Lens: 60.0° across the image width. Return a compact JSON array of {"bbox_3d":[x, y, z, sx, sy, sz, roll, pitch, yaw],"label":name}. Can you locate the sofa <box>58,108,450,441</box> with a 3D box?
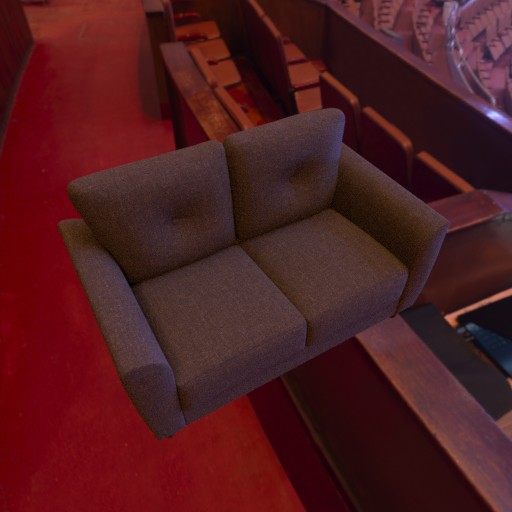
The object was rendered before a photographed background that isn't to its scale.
[{"bbox_3d":[0.000,0.000,1.958,1.423,0.885,0.851,-22,49,-21],"label":"sofa"}]
